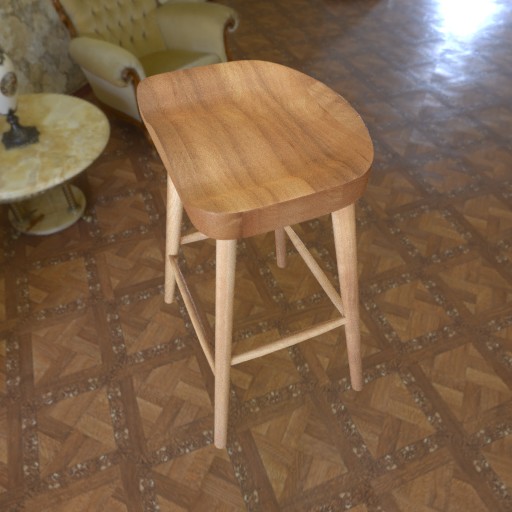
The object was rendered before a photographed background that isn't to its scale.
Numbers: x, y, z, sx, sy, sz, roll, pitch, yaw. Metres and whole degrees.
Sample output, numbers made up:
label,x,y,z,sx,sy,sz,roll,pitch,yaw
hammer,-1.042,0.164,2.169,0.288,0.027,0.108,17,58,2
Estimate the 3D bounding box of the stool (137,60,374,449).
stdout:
label,x,y,z,sx,sy,sz,roll,pitch,yaw
stool,0.000,0.000,0.892,0.361,0.615,0.440,-17,49,-15
